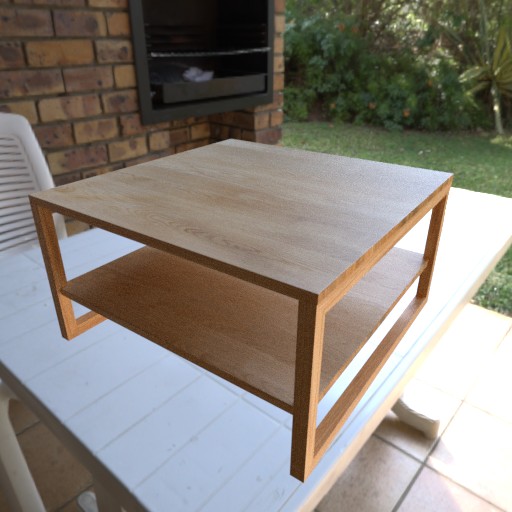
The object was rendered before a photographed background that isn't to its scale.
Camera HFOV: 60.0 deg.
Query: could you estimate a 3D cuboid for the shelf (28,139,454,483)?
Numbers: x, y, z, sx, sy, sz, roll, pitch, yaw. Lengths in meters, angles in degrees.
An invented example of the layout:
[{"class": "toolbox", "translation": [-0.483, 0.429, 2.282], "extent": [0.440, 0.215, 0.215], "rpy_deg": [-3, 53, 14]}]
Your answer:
[{"class": "shelf", "translation": [0.000, 0.000, 1.417], "extent": [0.899, 0.480, 0.899], "rpy_deg": [18, 32, 31]}]
